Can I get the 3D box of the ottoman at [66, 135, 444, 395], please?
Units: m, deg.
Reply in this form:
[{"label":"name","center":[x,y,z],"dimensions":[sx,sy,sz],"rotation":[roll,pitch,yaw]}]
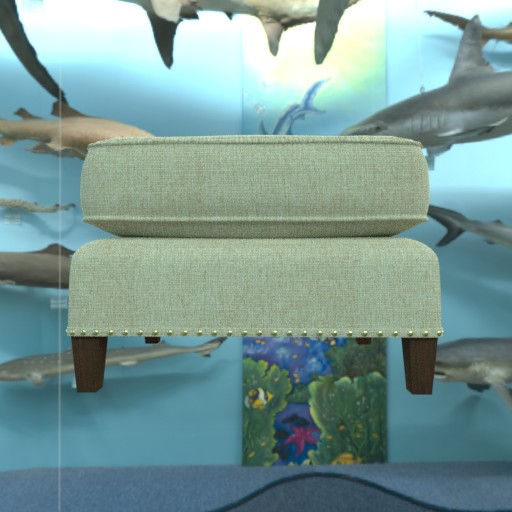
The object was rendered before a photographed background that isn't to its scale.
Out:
[{"label":"ottoman","center":[0.000,0.000,1.137],"dimensions":[0.738,0.537,0.589],"rotation":[0,0,1]}]
